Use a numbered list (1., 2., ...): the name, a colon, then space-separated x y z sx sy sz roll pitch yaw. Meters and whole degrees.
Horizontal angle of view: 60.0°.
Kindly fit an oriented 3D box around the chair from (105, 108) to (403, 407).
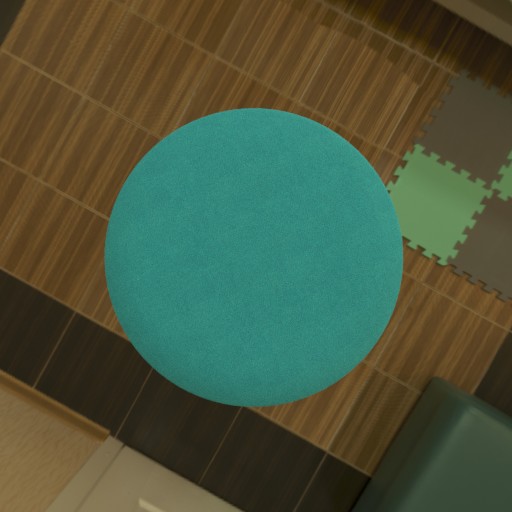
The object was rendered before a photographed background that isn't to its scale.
1. chair: 0.000 0.000 0.693 0.350 0.430 0.350 0 91 1
